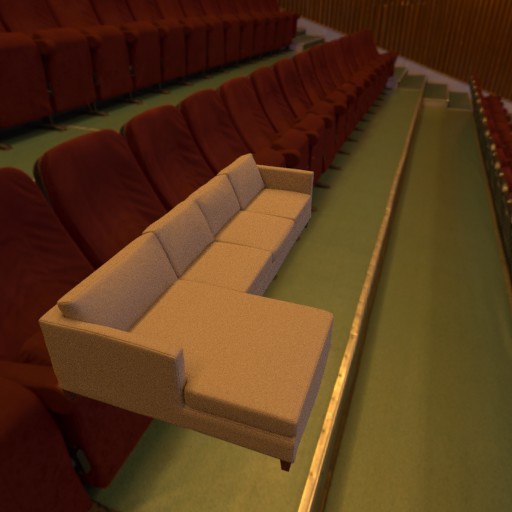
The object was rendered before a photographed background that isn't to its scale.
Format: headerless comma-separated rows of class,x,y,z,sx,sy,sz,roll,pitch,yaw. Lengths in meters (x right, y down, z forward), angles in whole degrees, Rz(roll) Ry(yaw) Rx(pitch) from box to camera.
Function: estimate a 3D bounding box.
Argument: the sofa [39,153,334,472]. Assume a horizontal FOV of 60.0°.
sofa,0.000,0.000,3.807,1.625,0.846,3.186,10,31,17
